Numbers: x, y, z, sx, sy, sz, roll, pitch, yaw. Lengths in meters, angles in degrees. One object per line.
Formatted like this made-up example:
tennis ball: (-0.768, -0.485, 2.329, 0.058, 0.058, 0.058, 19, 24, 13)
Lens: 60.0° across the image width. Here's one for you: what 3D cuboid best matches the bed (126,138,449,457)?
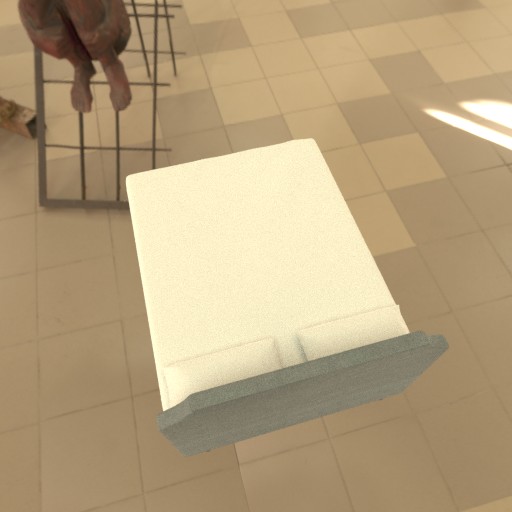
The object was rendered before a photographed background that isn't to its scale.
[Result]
bed: (0.000, 0.000, 3.607, 1.977, 1.306, 2.464, -13, 59, -8)
